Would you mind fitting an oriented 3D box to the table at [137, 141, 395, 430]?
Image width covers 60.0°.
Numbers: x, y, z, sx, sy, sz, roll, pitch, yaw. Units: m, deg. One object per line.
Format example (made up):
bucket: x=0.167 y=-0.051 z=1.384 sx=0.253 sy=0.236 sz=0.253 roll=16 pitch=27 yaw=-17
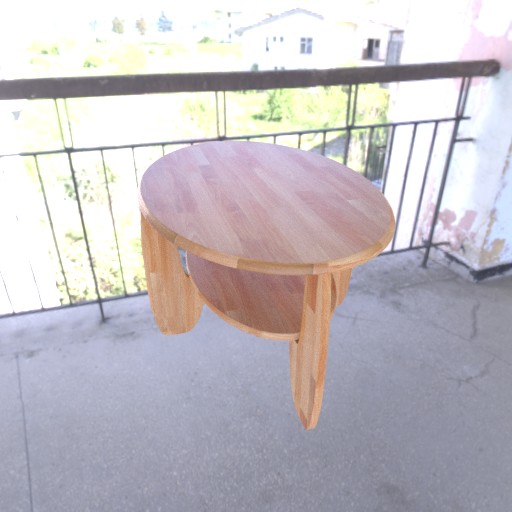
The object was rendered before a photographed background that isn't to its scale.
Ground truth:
table: x=0.000 y=0.000 z=1.405 sx=0.690 sy=0.490 sz=1.040 roll=-8 pitch=29 yaw=-14
